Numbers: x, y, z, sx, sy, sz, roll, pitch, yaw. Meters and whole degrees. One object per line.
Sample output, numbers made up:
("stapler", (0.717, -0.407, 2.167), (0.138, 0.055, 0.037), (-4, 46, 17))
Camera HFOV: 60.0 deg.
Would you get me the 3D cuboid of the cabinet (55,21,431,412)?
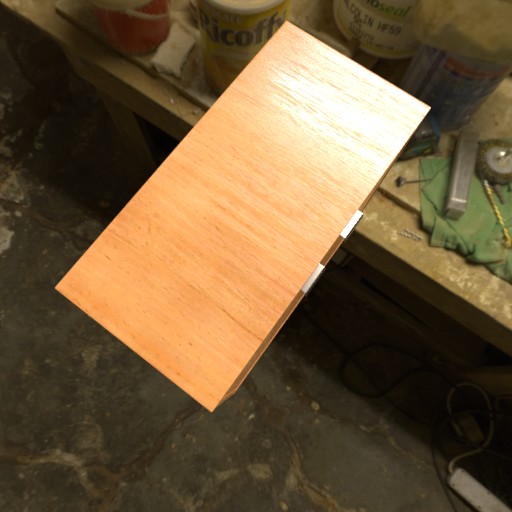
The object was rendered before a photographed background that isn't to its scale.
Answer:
("cabinet", (0.000, 0.000, 1.418), (0.419, 1.001, 0.800), (35, 78, 9))
